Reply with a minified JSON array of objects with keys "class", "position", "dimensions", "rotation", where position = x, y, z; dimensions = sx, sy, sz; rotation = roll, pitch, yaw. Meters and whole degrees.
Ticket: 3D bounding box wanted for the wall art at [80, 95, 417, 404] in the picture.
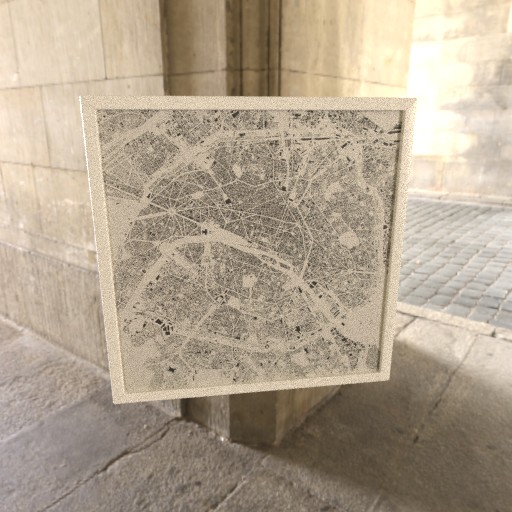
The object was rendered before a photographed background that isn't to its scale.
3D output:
[{"class":"wall art","position":[0.000,0.000,0.752],"dimensions":[0.508,0.508,0.038],"rotation":[-2,17,-8]}]
